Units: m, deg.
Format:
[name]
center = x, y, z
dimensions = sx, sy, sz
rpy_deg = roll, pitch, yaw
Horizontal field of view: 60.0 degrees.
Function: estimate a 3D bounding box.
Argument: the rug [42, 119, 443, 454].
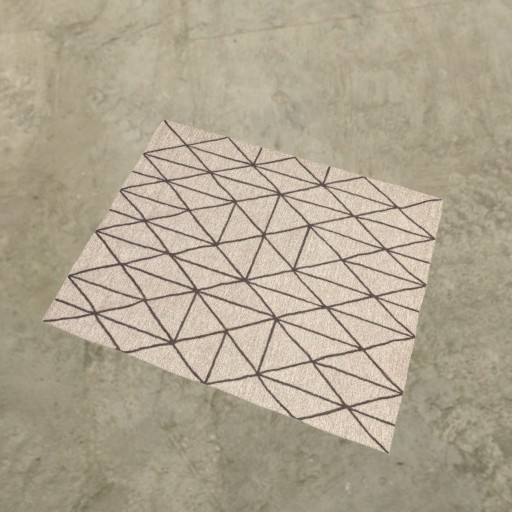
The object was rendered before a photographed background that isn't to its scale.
[rug]
center = 0.000, 0.000, 4.087
dimensions = 3.061, 0.022, 2.468
rpy_deg = 18, 65, 9
